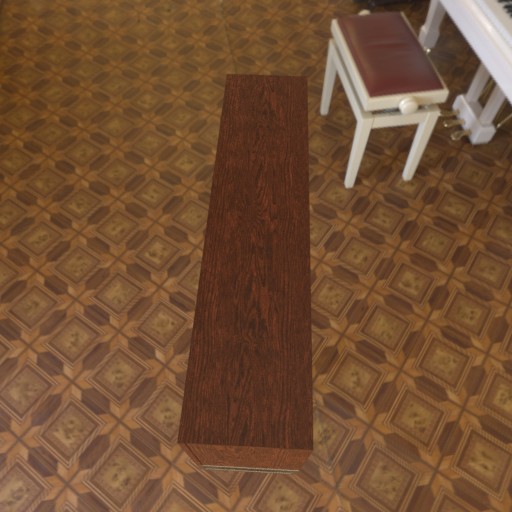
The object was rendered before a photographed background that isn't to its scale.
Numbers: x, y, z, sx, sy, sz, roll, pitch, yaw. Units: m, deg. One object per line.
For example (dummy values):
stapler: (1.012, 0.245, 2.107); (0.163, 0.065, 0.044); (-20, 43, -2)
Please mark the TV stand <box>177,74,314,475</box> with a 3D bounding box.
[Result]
TV stand: (0.000, 0.000, 1.815); (0.382, 0.578, 1.541); (2, 58, 2)
